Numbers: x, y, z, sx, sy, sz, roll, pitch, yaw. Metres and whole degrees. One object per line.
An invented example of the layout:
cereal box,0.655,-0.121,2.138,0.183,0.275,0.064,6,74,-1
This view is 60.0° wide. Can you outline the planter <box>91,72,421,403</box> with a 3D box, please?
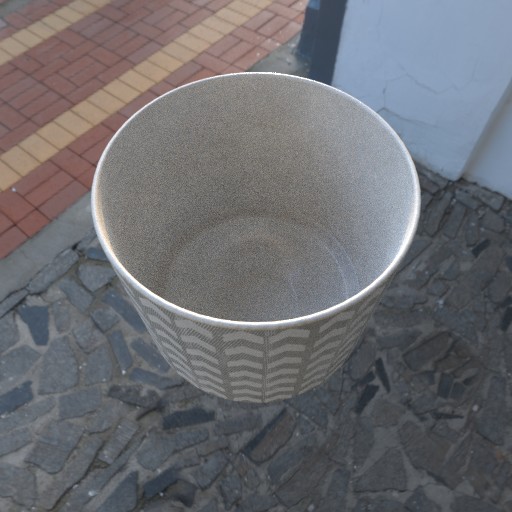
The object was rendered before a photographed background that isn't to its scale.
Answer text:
planter,0.000,0.000,0.336,0.190,0.181,0.190,0,59,0
